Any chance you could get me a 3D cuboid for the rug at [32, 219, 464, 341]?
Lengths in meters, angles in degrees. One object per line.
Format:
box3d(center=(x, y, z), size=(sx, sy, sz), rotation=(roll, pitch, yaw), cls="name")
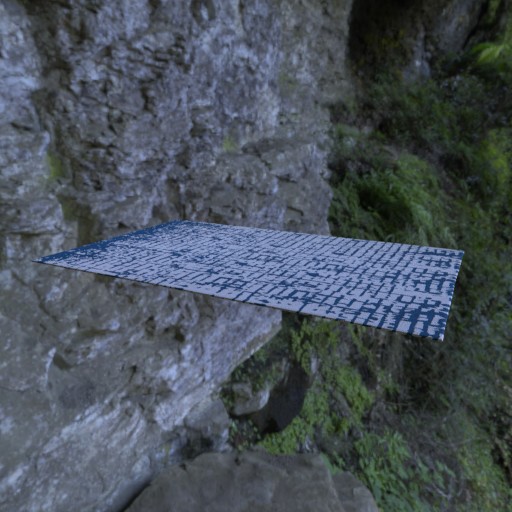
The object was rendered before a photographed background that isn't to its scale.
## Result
box3d(center=(0.000, 0.000, 2.930), size=(2.435, 0.011, 1.517), rotation=(8, 18, 26), cls="rug")
